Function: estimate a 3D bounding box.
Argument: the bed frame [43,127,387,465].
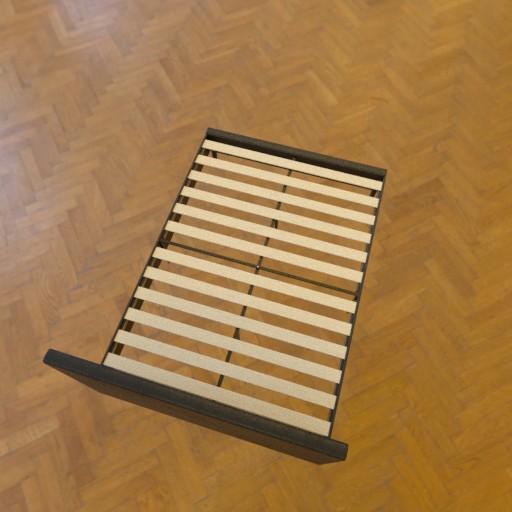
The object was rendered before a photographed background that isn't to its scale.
[{"bbox_3d":[0.000,0.000,2.923,1.469,1.046,2.152,15,65,7],"label":"bed frame"}]
